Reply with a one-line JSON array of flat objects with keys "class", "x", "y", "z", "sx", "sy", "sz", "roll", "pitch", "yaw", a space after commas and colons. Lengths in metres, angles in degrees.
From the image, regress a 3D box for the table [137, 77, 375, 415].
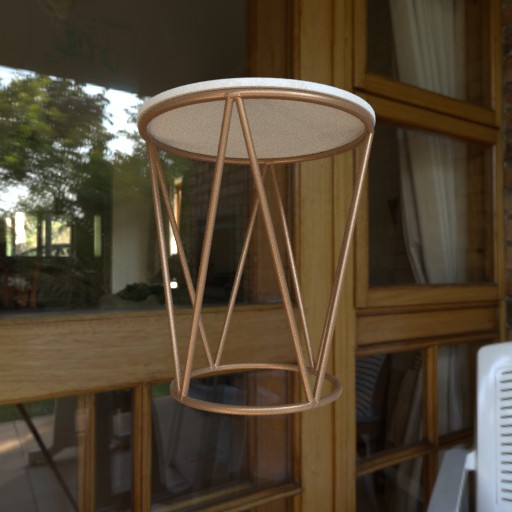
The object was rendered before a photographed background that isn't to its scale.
[{"class": "table", "x": 0.000, "y": 0.000, "z": 0.957, "sx": 0.500, "sy": 0.564, "sz": 0.500, "roll": 0, "pitch": -1, "yaw": 0}]
